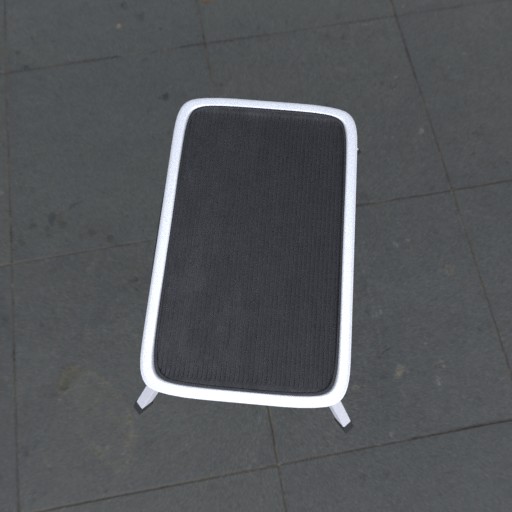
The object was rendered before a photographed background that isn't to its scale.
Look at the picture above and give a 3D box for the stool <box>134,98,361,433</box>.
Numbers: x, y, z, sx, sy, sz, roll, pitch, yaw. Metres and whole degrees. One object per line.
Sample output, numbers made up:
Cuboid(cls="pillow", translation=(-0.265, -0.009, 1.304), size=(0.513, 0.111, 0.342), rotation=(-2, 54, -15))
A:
Cuboid(cls="stool", translation=(0.000, 0.000, 0.619), size=(0.320, 0.170, 0.460), rotation=(5, 75, 1))
